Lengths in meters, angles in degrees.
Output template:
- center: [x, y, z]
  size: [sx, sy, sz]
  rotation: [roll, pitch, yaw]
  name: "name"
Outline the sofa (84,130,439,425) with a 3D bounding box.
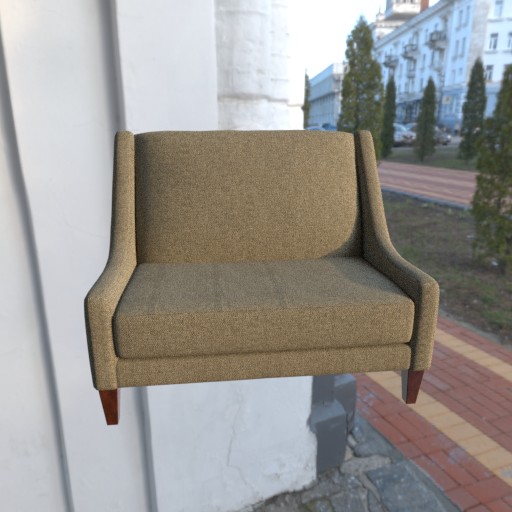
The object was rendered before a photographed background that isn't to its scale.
- center: [0.000, 0.000, 1.879]
  size: [1.242, 1.021, 0.870]
  rotation: [-2, 17, -6]
  name: "sofa"
